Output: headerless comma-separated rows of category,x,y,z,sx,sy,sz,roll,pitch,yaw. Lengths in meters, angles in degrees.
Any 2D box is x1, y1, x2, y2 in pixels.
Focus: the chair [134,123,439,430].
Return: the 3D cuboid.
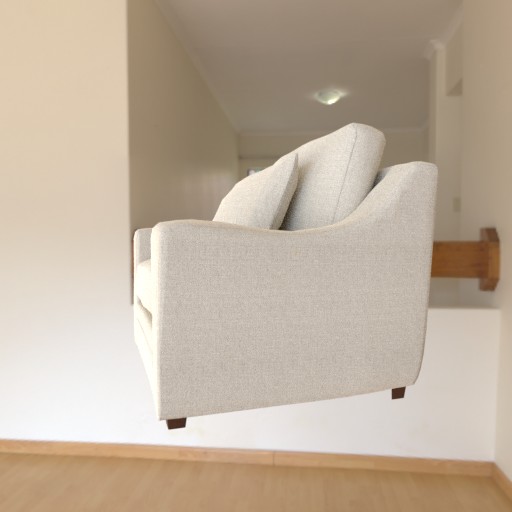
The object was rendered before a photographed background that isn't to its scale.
chair,0.000,0.000,1.971,1.009,1.016,1.178,-1,2,-19
